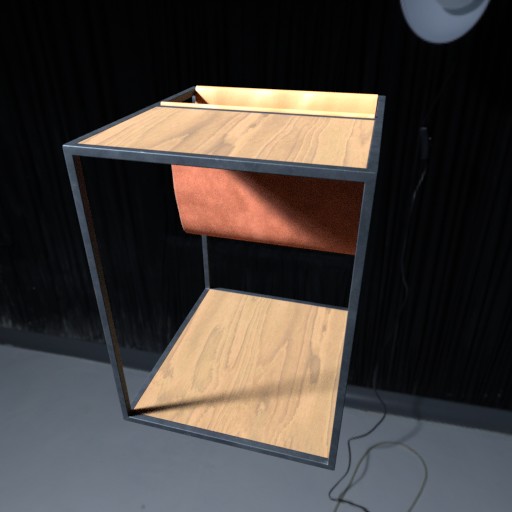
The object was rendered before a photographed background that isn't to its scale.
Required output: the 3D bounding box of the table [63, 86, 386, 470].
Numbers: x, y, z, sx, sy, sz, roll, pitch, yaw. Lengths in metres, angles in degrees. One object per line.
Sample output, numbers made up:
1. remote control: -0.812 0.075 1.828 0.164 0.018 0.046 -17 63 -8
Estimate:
1. table: 0.000 0.000 0.850 0.399 0.536 0.450 8 31 13
